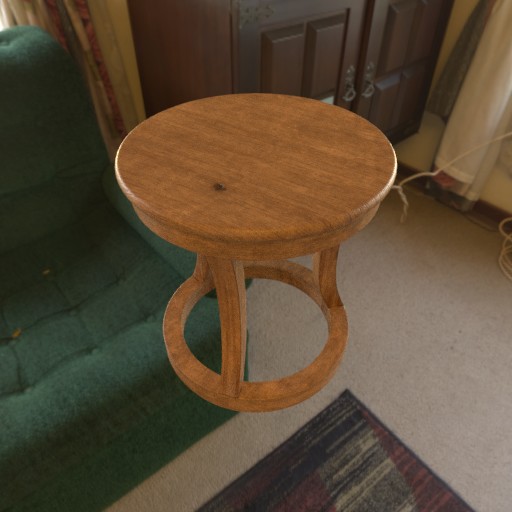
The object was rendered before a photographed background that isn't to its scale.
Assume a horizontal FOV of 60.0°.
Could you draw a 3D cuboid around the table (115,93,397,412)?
[{"bbox_3d":[0.000,0.000,0.844,0.432,0.460,0.432,0,42,0],"label":"table"}]
